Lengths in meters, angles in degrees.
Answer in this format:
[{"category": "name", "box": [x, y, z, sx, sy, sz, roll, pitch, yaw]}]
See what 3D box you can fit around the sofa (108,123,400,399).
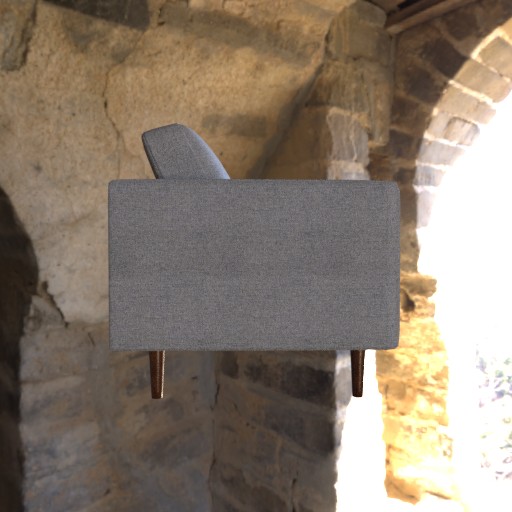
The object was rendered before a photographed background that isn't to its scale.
[{"category": "sofa", "box": [0.000, 0.000, 2.175, 0.969, 0.973, 1.527, 0, 1, -1]}]
